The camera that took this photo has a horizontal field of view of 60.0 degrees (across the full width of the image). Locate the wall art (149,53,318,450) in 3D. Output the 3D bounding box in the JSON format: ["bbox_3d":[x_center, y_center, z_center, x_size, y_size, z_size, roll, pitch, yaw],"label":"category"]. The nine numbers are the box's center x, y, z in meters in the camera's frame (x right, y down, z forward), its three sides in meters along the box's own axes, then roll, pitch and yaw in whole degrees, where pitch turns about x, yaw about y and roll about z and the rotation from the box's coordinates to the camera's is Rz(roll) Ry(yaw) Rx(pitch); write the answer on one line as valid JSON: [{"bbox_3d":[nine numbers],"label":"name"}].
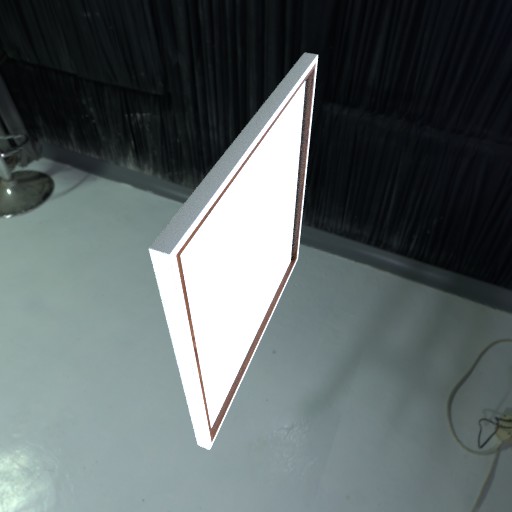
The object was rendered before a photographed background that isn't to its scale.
[{"bbox_3d":[0.000,0.000,1.545,0.049,1.009,1.009,16,49,15],"label":"wall art"}]
